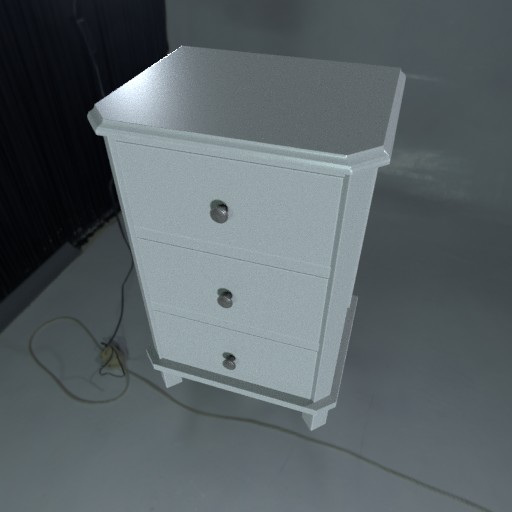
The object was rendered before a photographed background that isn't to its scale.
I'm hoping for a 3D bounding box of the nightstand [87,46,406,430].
[{"bbox_3d":[0.000,0.000,0.908,0.435,0.680,0.348,12,43,13],"label":"nightstand"}]
